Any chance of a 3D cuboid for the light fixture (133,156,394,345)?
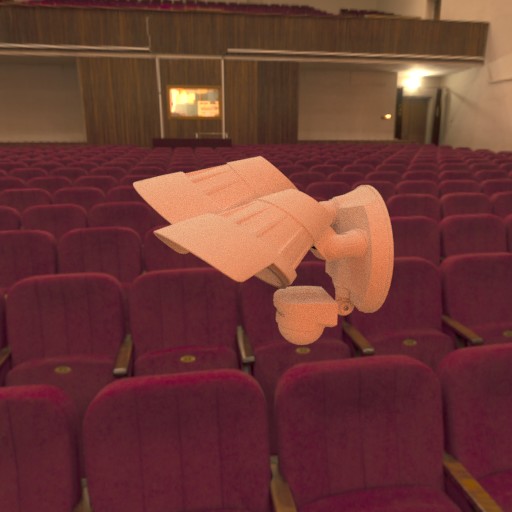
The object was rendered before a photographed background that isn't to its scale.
[{"bbox_3d":[0.000,0.000,0.540,0.278,0.237,0.369,-2,14,-9],"label":"light fixture"}]
